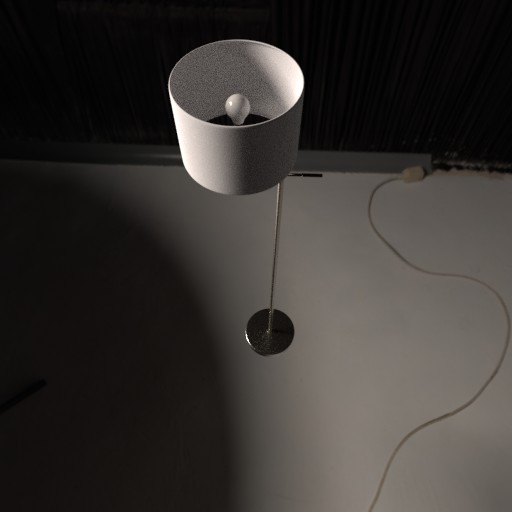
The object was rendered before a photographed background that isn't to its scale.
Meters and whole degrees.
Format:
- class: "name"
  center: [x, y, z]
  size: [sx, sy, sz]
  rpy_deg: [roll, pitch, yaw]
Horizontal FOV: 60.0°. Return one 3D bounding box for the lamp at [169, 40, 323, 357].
- class: "lamp"
  center: [0.000, 0.000, 1.736]
  size: [0.416, 1.600, 0.324]
  rpy_deg: [2, 58, 1]
